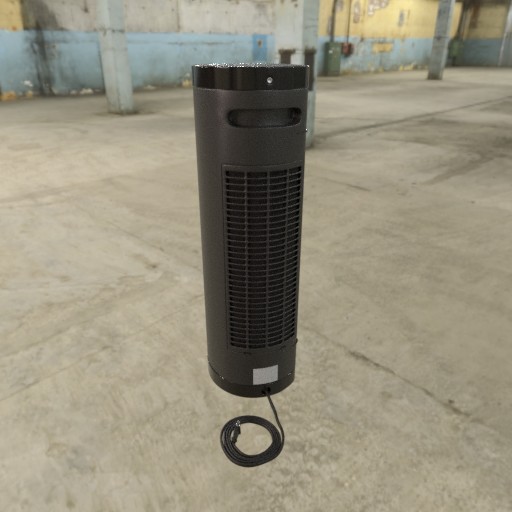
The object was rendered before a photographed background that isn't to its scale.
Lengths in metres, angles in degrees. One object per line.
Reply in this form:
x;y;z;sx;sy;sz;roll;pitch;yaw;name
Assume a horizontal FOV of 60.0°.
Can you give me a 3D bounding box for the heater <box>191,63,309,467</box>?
0.000;0.000;0.699;0.174;0.552;0.312;-7;25;-14;heater
